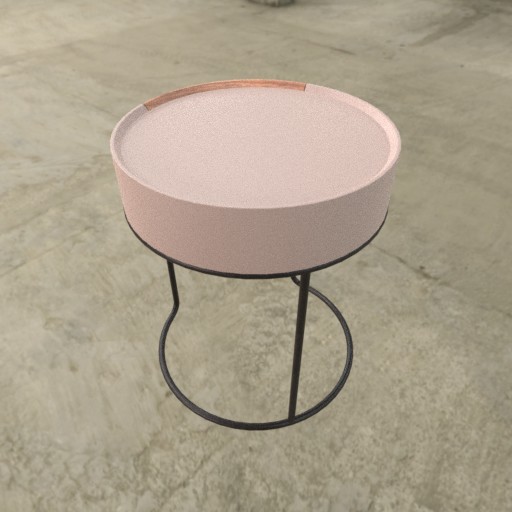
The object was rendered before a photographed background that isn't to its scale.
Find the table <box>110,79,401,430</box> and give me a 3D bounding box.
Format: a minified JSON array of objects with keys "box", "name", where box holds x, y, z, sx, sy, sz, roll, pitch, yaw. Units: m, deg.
[{"box":[0.000,0.000,0.872,0.450,0.530,0.450,0,41,0],"name":"table"}]
